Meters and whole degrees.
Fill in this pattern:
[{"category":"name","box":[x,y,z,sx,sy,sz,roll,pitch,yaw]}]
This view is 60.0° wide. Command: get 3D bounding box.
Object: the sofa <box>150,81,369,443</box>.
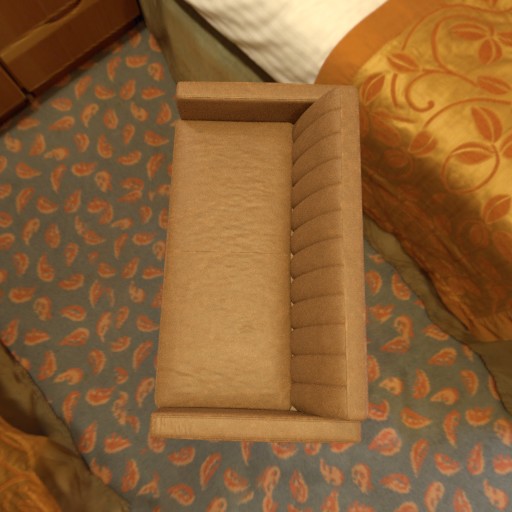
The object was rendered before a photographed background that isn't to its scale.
[{"category":"sofa","box":[0.000,0.000,2.426,0.993,0.821,1.847,1,76,0]}]
